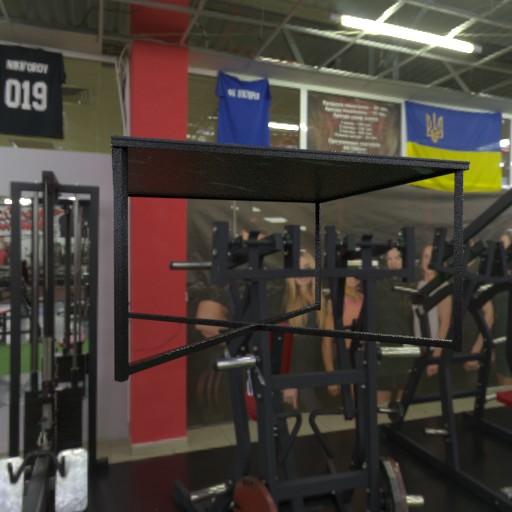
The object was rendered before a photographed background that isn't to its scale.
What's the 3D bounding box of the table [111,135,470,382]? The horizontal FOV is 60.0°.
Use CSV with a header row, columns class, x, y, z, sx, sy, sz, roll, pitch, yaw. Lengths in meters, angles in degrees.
class,x,y,z,sx,sy,sz,roll,pitch,yaw
table,0.000,0.000,1.301,0.800,0.450,0.800,0,1,-17
